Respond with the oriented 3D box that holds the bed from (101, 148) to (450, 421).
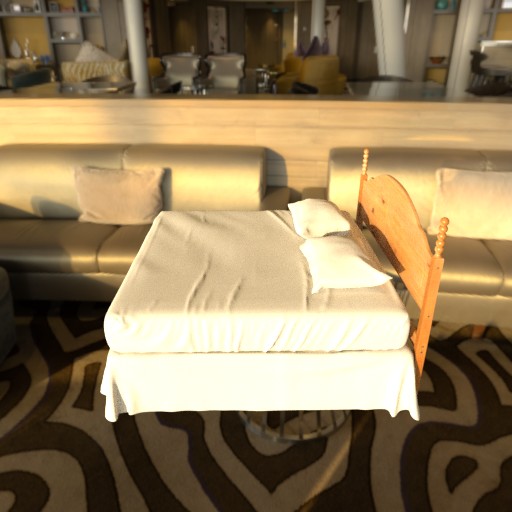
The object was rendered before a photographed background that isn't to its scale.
[{"bbox_3d":[0.000,0.000,3.646,2.219,1.355,2.322,0,26,-1],"label":"bed"}]
